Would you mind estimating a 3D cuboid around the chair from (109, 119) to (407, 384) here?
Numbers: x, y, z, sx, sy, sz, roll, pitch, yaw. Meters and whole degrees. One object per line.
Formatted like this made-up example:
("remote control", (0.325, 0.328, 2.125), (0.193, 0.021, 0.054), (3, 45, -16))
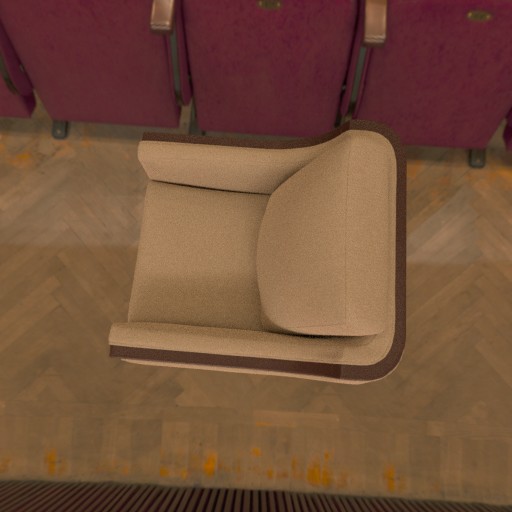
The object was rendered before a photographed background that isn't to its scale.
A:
("chair", (0.000, 0.000, 1.686), (0.950, 0.930, 0.870), (5, 77, 1))
